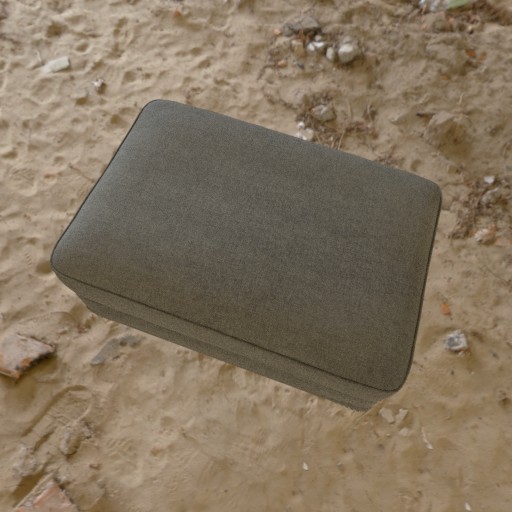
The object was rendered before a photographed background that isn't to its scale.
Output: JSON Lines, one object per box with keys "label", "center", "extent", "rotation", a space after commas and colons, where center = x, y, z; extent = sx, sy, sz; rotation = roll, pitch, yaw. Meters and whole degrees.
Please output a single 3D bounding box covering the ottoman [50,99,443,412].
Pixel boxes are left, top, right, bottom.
{"label": "ottoman", "center": [0.000, 0.000, 1.173], "extent": [0.813, 0.457, 0.561], "rotation": [18, 65, 9]}
